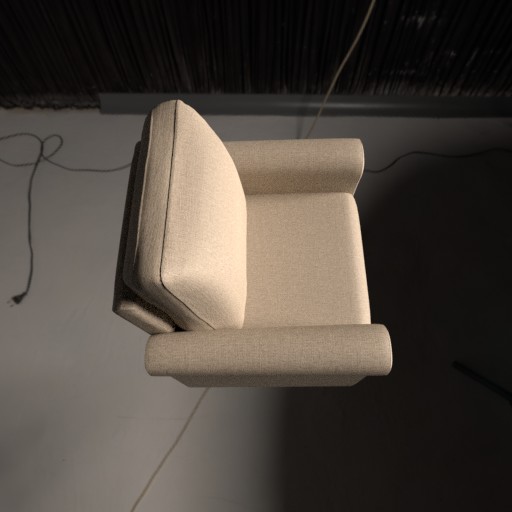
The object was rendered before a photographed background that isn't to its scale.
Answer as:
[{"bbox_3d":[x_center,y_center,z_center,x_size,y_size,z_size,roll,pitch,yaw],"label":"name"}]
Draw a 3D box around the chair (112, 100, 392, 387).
[{"bbox_3d":[0.000,0.000,2.312,1.180,1.349,1.275,0,64,0],"label":"chair"}]
